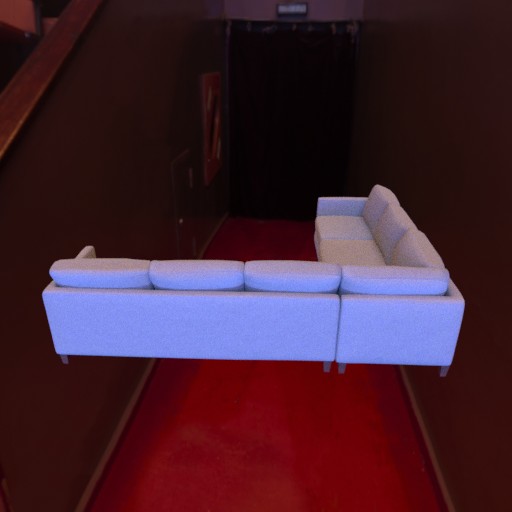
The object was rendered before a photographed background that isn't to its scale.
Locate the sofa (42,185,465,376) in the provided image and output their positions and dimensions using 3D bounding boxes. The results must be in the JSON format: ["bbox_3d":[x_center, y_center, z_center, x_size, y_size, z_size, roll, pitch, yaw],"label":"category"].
[{"bbox_3d":[0.000,0.000,4.622,3.301,0.947,2.592,1,25,3],"label":"sofa"}]
